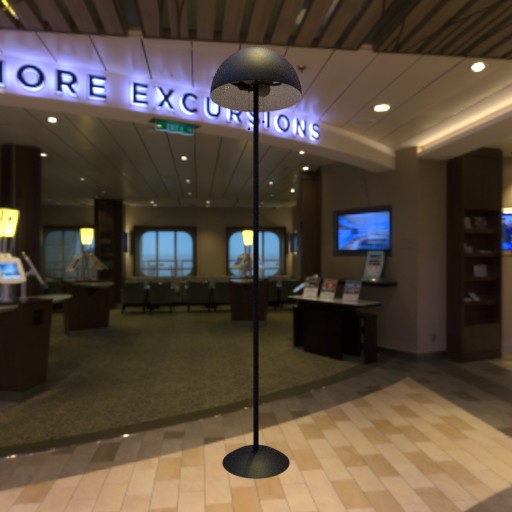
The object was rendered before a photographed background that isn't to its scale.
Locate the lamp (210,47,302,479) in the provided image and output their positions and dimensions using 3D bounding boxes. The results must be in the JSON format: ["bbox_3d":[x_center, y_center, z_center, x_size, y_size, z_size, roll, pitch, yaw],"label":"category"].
[{"bbox_3d":[0.000,0.000,1.590,0.328,1.480,0.328,0,0,37],"label":"lamp"}]
